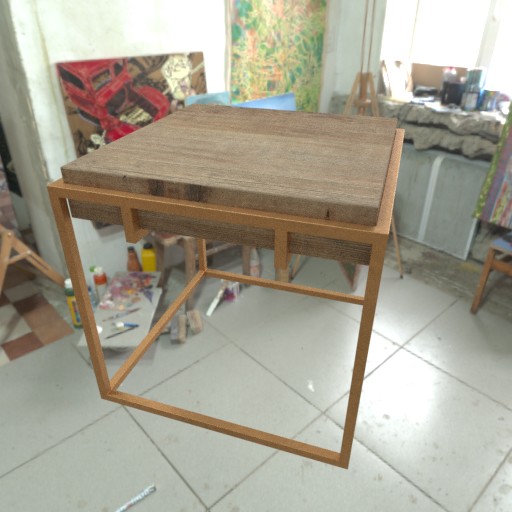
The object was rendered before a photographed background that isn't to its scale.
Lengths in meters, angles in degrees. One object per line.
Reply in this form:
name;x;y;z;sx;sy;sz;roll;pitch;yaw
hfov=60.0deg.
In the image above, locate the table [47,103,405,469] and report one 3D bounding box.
table;0.000;0.000;1.097;0.599;0.584;0.599;10;32;16
